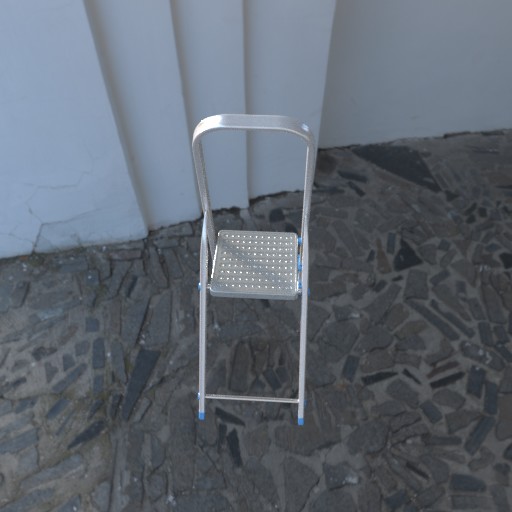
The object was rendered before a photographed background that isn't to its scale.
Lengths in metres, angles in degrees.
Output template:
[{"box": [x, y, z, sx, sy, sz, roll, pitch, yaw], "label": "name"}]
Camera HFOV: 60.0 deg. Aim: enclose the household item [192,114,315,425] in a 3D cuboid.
[{"box": [0.000, 0.000, 1.540, 0.420, 1.215, 0.687, 2, 48, 2], "label": "household item"}]
